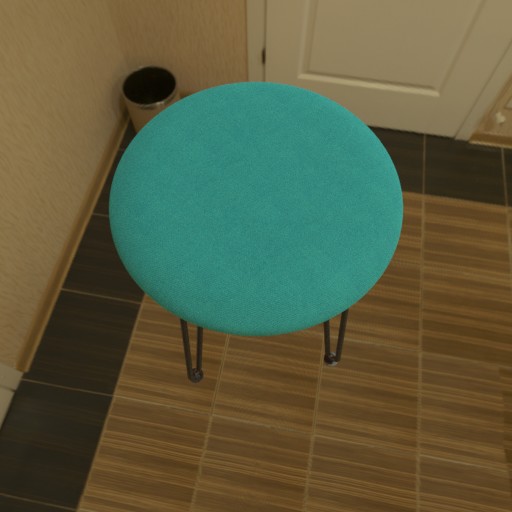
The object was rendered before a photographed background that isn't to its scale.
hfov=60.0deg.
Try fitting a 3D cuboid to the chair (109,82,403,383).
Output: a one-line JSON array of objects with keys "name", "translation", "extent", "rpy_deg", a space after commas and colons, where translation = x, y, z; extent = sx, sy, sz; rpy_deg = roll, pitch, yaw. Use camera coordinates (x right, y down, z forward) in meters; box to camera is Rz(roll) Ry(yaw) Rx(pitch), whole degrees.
[{"name": "chair", "translation": [0.000, 0.000, 0.689], "extent": [0.350, 0.430, 0.350], "rpy_deg": [-17, 65, -8]}]
